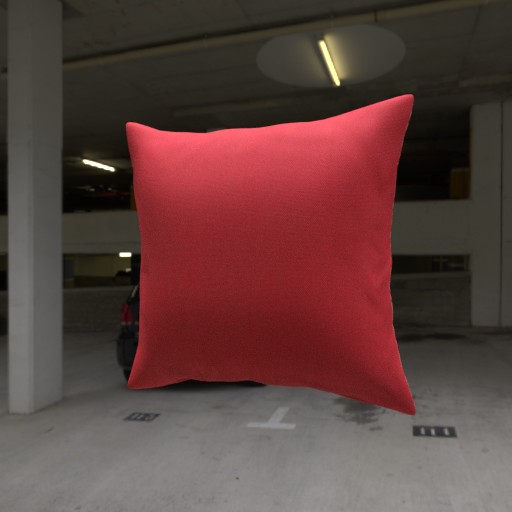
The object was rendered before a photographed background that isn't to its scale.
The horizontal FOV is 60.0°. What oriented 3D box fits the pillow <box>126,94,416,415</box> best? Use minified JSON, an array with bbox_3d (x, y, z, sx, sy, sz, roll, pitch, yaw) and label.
[{"bbox_3d":[0.000,0.000,0.767,0.522,0.507,0.192,0,1,18],"label":"pillow"}]
